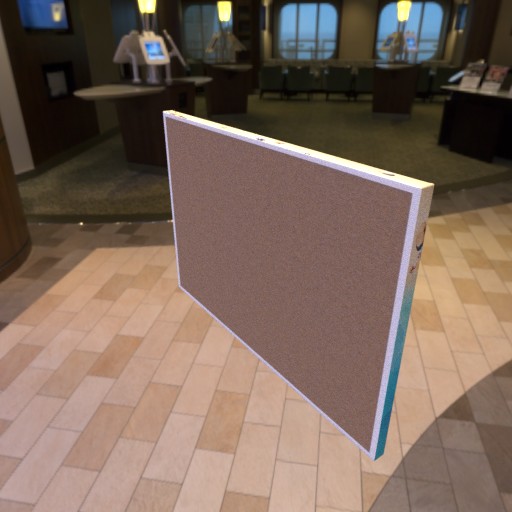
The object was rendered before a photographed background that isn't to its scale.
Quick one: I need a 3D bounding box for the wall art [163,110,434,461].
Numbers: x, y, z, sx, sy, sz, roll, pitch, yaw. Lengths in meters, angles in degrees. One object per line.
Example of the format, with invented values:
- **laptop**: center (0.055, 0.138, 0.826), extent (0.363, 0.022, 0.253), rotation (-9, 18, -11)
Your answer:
- **wall art**: center (0.000, 0.000, 1.442), extent (0.040, 0.769, 1.136), rotation (-18, 32, -32)
